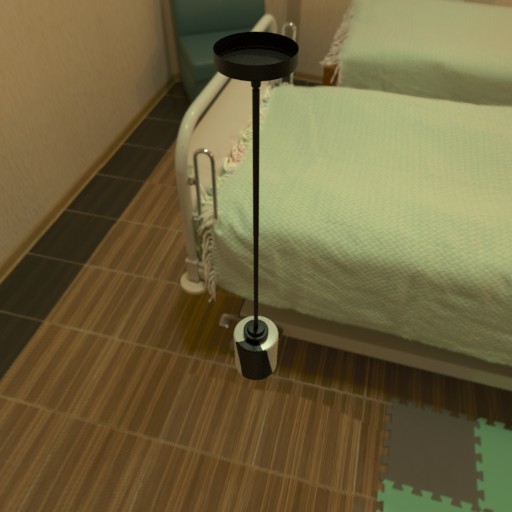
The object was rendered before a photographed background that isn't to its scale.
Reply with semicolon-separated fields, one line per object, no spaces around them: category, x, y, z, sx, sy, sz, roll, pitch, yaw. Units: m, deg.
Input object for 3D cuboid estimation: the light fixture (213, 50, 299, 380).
light fixture;0.000;0.000;0.947;0.123;0.863;0.123;-10;47;-10
